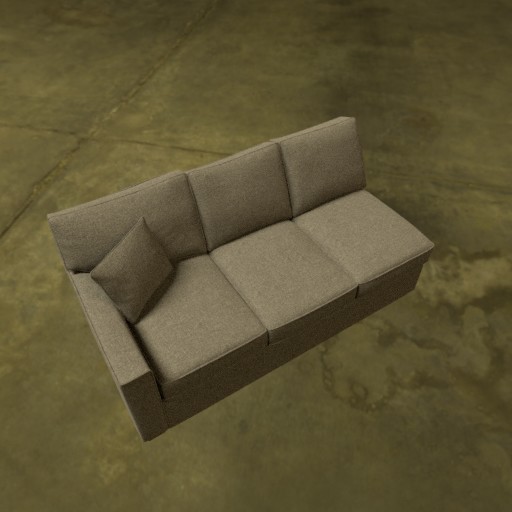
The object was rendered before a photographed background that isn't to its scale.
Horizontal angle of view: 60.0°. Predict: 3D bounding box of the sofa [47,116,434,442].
[{"bbox_3d":[0.000,0.000,2.603,1.963,0.946,1.034,-24,50,-22],"label":"sofa"}]
